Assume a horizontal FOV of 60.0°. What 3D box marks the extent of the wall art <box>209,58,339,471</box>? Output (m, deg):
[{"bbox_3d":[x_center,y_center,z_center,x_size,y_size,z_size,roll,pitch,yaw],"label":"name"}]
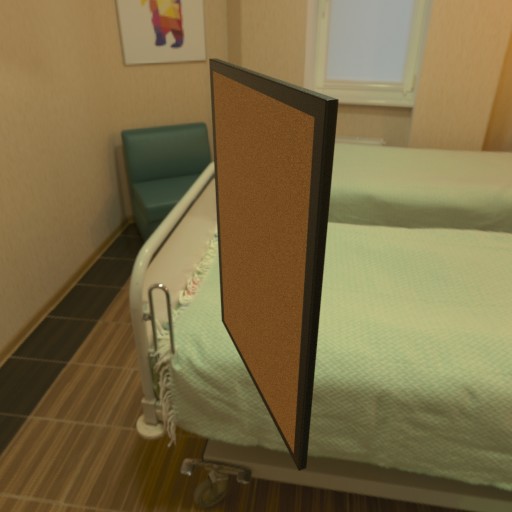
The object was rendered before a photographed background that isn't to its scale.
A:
[{"bbox_3d":[0.000,0.000,0.856,0.016,0.657,0.480,-11,31,-18],"label":"wall art"}]
